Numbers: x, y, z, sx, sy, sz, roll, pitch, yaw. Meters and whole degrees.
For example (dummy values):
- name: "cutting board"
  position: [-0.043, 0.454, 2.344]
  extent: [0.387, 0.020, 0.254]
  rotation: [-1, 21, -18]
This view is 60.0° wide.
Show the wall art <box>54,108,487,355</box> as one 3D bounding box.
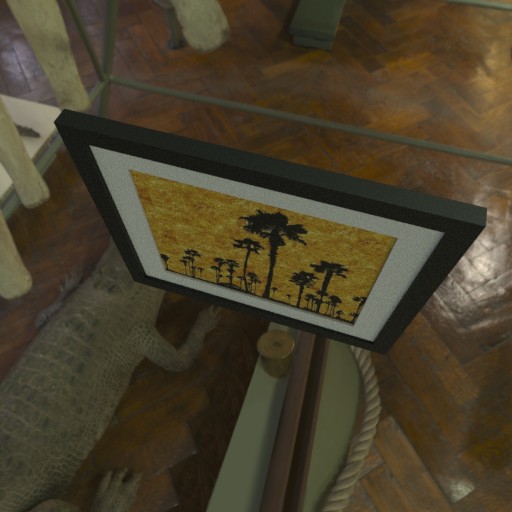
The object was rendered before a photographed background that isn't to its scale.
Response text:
- name: "wall art"
  position: [0.000, 0.000, 0.754]
  extent: [0.561, 0.460, 0.028]
  rotation: [15, 60, 9]
